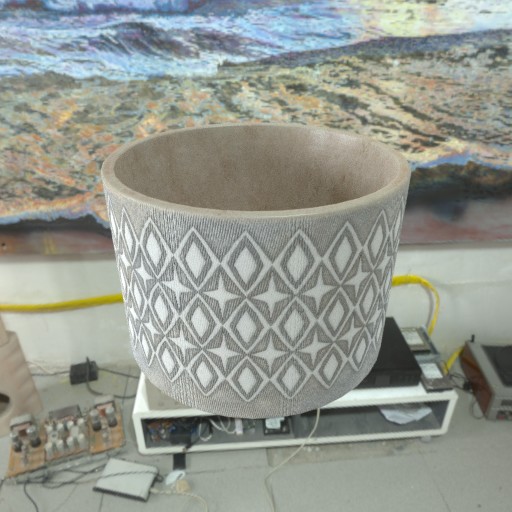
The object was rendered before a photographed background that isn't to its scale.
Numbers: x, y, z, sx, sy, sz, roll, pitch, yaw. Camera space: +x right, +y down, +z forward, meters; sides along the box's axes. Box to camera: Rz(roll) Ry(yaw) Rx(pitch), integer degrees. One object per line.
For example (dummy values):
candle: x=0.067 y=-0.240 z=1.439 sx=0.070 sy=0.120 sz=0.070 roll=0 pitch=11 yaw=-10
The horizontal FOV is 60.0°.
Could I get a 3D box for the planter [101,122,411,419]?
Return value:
planter: x=0.000 y=0.000 z=0.276 sx=0.164 sy=0.127 sz=0.164 roll=0 pitch=29 yaw=0
